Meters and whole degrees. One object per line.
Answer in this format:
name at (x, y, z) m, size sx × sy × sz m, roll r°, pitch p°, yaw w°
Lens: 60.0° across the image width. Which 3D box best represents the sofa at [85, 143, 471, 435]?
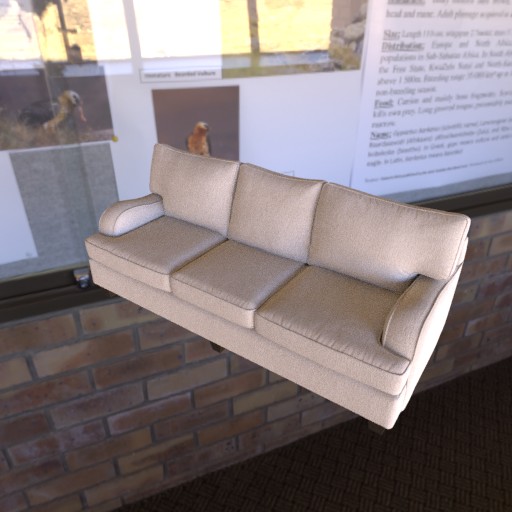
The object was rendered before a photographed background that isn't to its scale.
sofa at (0.000, 0.000, 2.889) m, size 2.323 × 0.991 × 1.016 m, roll 19°, pitch 35°, yaw 30°
